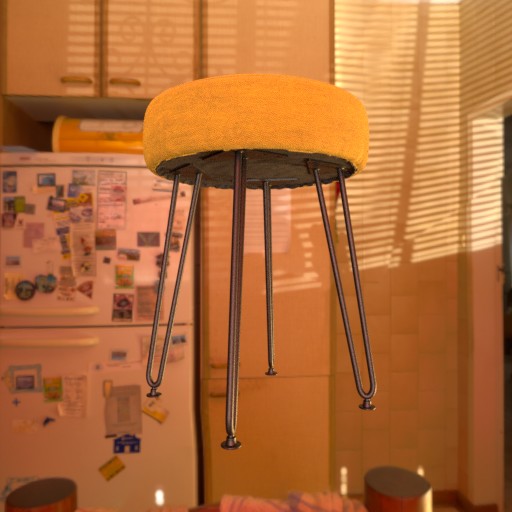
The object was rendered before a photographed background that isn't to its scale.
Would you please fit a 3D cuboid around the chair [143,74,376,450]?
[{"bbox_3d":[0.000,0.000,0.696,0.345,0.455,0.345,0,-1,-35],"label":"chair"}]
